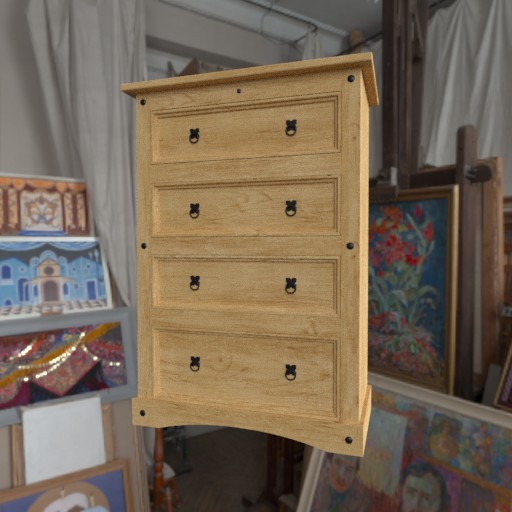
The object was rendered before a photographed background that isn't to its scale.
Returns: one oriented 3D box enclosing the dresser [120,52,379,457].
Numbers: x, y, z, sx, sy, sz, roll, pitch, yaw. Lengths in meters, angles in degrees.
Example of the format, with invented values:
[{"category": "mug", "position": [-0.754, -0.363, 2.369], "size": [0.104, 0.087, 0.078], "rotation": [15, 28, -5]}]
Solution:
[{"category": "dresser", "position": [0.000, 0.000, 1.767], "size": [0.915, 1.300, 0.485], "rotation": [0, 1, 18]}]
